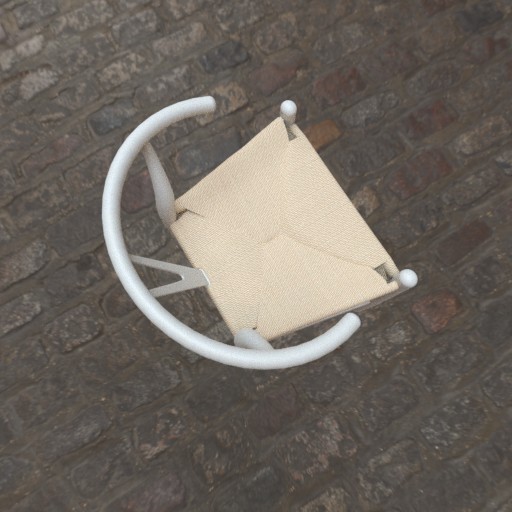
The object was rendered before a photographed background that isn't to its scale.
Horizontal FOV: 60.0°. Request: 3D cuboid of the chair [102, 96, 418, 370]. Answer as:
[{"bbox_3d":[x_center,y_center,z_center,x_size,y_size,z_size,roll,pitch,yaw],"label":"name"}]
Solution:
[{"bbox_3d":[0.000,0.000,1.074,0.500,0.736,0.533,-31,78,-7],"label":"chair"}]
